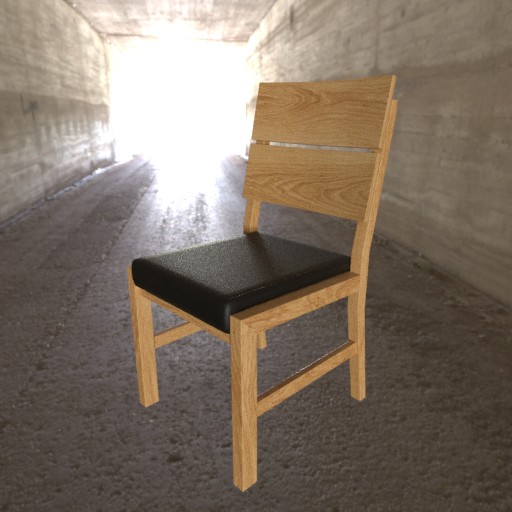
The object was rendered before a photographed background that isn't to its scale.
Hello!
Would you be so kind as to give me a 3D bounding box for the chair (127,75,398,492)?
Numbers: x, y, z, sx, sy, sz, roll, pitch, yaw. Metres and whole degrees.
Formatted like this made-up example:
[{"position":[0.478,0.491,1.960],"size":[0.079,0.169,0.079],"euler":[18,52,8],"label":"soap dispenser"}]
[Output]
[{"position":[0.000,0.000,1.252],"size":[0.569,0.950,0.475],"euler":[-17,25,-41],"label":"chair"}]
